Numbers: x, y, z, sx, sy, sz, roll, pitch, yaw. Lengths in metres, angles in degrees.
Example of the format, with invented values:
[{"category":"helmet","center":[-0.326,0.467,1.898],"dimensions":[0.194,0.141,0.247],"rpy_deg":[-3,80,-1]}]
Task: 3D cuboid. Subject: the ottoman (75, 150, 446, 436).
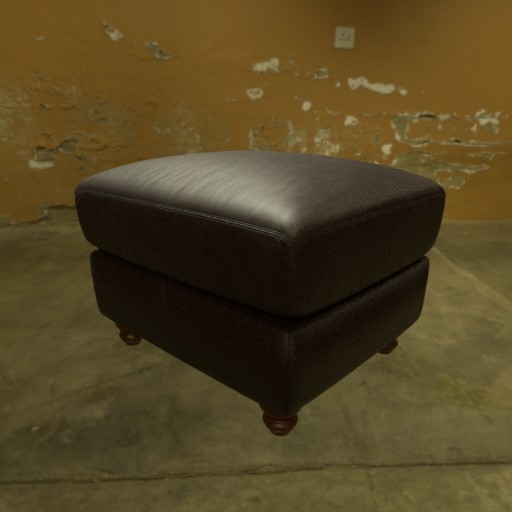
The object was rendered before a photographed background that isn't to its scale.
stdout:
[{"category":"ottoman","center":[0.000,0.000,1.251],"dimensions":[0.806,0.569,0.670],"rpy_deg":[15,23,41]}]
